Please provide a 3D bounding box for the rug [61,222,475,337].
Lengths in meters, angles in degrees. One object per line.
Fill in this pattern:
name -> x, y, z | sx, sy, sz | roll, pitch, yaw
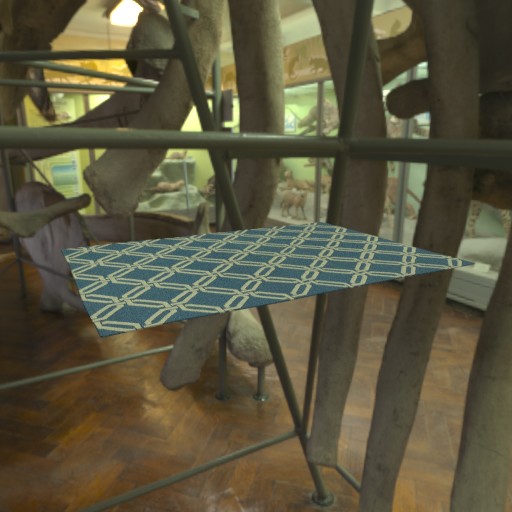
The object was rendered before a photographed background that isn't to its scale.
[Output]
rug -> 0.000, 0.000, 2.766 | 2.135, 0.013, 1.524 | -8, 17, -27
